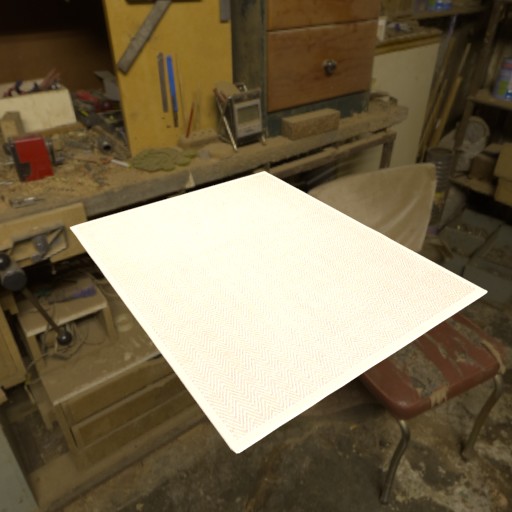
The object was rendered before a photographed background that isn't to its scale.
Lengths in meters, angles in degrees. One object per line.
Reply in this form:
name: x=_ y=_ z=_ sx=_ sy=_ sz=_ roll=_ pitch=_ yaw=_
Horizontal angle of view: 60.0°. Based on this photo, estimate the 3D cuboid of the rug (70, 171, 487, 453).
rug: x=0.000 y=0.000 z=3.983 sx=2.423 sy=0.019 sz=3.009 roll=-22 pitch=39 yaw=-29
